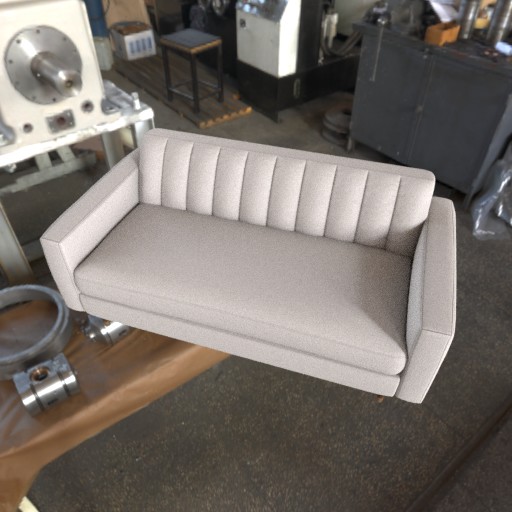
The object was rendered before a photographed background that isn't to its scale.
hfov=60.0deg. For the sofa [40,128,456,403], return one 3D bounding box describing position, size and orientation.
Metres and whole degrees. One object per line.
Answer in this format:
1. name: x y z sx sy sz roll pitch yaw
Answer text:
1. sofa: 0.000 0.000 2.358 1.895 0.814 0.969 12 43 13
